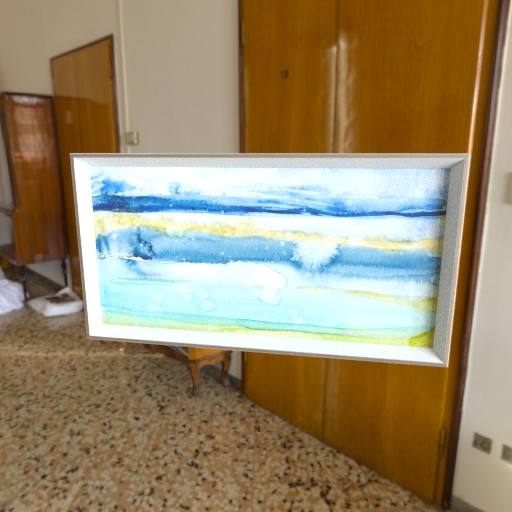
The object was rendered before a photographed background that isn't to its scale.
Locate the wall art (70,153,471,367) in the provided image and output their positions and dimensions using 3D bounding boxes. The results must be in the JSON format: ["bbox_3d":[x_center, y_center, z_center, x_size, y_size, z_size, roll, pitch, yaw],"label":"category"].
[{"bbox_3d":[0.000,0.000,0.956,0.812,0.431,0.038,2,13,10],"label":"wall art"}]
